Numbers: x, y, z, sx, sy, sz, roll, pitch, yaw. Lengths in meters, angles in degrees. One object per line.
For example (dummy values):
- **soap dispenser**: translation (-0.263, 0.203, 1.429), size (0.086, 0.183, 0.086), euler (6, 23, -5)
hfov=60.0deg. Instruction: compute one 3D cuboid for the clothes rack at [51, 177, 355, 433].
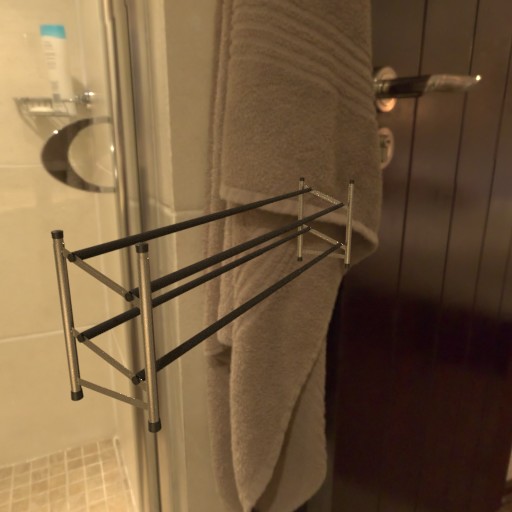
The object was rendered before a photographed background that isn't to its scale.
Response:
- **clothes rack**: translation (0.000, 0.000, 1.294), size (0.229, 0.349, 1.168), euler (8, 18, 28)
